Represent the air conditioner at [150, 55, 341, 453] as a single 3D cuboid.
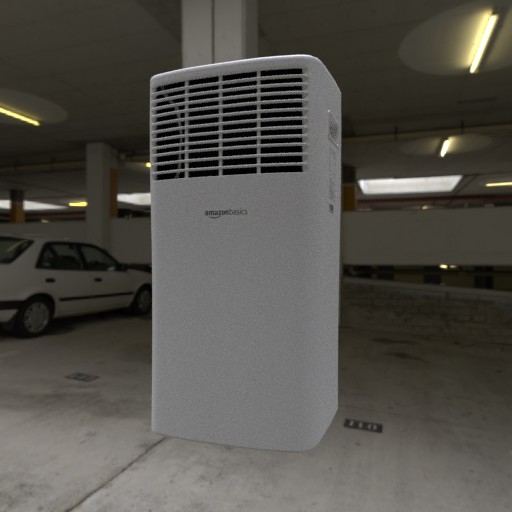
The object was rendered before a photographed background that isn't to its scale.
[{"bbox_3d":[0.000,0.000,0.823,0.304,0.606,0.349,0,0,18],"label":"air conditioner"}]
